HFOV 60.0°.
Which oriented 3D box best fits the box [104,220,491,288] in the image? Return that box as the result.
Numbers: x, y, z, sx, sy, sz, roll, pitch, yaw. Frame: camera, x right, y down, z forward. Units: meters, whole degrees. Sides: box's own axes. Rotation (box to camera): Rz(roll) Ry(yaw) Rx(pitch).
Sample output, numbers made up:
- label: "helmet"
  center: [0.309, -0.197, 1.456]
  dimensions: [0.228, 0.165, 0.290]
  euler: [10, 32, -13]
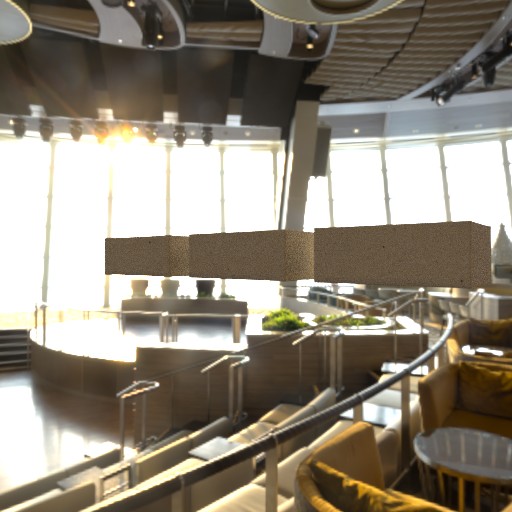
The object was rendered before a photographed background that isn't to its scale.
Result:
- label: "box"
  center: [0.000, 0.000, 0.499]
  dimensions: [0.461, 0.051, 0.082]
  euler: [0, 0, 37]
